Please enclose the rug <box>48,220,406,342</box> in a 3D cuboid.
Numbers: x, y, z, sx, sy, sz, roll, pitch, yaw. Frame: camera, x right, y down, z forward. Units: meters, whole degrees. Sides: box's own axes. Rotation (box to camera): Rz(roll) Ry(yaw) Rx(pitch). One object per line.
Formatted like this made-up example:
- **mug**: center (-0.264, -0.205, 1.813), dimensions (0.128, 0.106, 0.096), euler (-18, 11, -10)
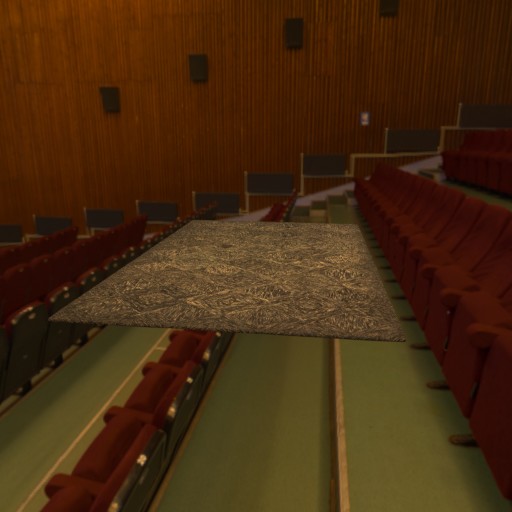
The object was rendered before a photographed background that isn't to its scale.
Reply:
- **rug**: center (0.000, 0.000, 2.206), dimensions (1.139, 0.010, 1.754), euler (2, 15, 8)
